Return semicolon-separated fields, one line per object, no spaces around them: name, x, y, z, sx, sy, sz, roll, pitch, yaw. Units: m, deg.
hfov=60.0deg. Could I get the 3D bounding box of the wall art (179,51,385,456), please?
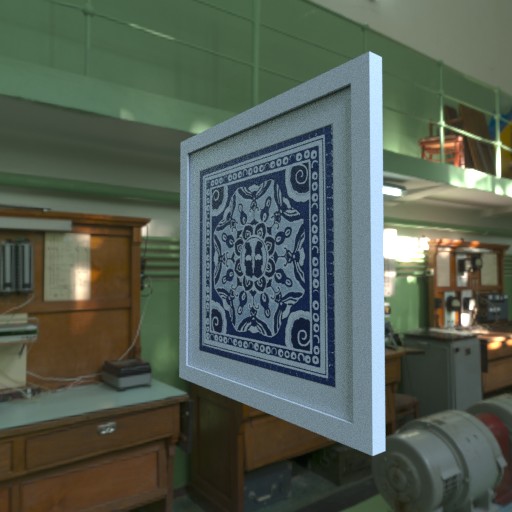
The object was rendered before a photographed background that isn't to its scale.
wall art;0.000;0.000;0.842;0.028;0.559;0.559;1;-2;-37
